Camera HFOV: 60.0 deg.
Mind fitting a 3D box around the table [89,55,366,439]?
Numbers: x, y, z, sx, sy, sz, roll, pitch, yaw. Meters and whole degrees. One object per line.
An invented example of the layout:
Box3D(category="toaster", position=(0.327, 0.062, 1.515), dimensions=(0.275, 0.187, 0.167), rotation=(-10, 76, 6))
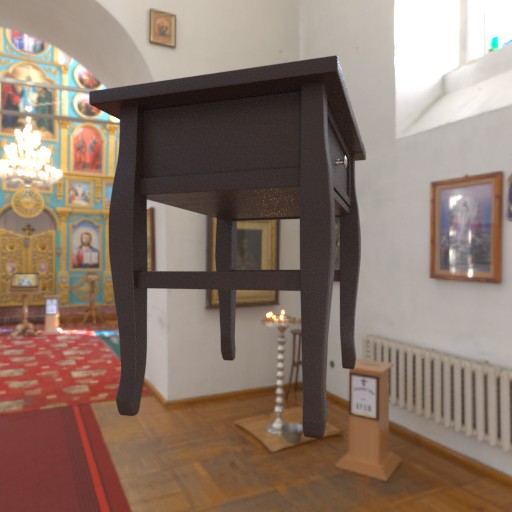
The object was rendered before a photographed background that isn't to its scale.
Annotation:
Box3D(category="table", position=(0.000, 0.000, 1.033), dimensions=(0.460, 0.605, 0.602), rotation=(0, -1, 18))
